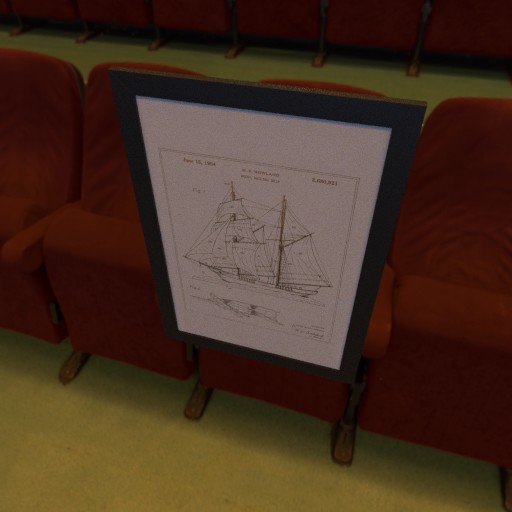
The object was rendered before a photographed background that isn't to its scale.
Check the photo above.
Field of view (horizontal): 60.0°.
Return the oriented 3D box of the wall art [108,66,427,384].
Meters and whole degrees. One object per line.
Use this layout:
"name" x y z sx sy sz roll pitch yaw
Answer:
"wall art" 0.000 0.000 0.690 0.381 0.534 0.013 11 43 12
